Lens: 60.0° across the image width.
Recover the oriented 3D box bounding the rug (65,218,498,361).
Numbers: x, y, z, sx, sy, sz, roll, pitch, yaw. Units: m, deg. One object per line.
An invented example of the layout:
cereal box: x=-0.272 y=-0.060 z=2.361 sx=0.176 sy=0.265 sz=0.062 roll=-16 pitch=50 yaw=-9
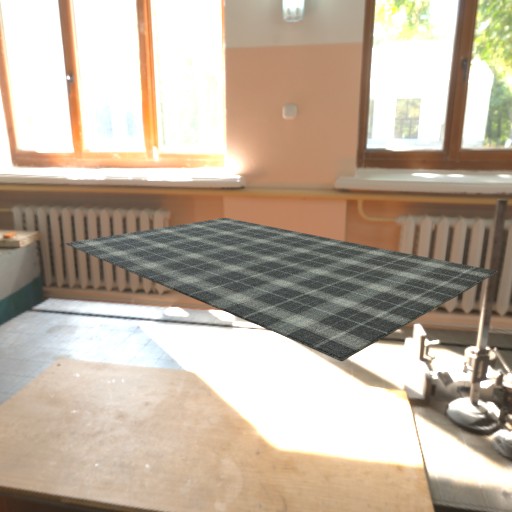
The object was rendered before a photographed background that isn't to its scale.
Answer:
rug: x=0.000 y=0.000 z=2.880 sx=1.520 sy=0.015 sz=2.434 roll=-14 pitch=20 yaw=-42
